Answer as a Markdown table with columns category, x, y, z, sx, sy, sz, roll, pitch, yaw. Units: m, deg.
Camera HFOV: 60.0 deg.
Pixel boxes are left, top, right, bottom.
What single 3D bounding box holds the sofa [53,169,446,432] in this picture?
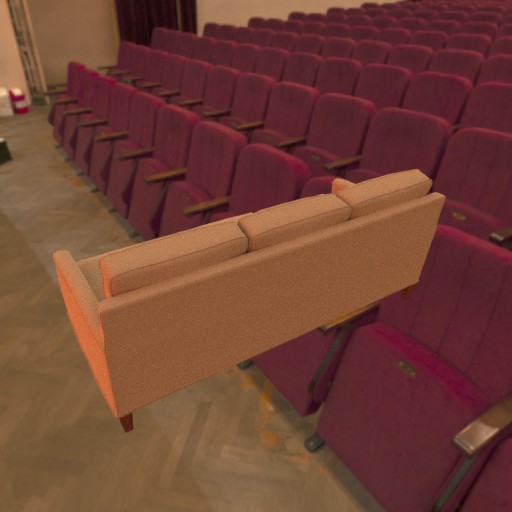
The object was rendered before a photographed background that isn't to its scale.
| category | x | y | z | sx | sy | sz | roll | pitch | yaw |
| --- | --- | --- | --- | --- | --- | --- | --- | --- | --- |
| sofa | 0.000 | 0.000 | 2.833 | 2.246 | 1.003 | 1.084 | -18 | 36 | -27 |
